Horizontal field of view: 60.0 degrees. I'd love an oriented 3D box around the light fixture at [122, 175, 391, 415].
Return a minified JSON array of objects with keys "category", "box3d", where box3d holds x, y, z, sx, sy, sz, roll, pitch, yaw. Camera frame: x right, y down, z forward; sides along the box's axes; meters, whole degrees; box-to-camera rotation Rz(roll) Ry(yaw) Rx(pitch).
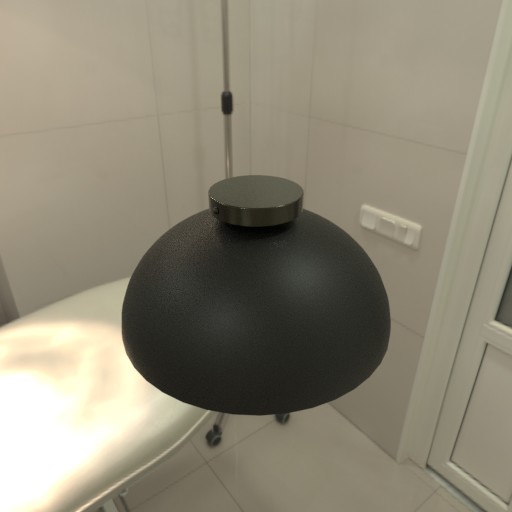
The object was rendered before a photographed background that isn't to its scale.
[{"category":"light fixture","box3d":[0.000,0.000,0.565,0.355,0.177,0.355,0,29,0]}]
